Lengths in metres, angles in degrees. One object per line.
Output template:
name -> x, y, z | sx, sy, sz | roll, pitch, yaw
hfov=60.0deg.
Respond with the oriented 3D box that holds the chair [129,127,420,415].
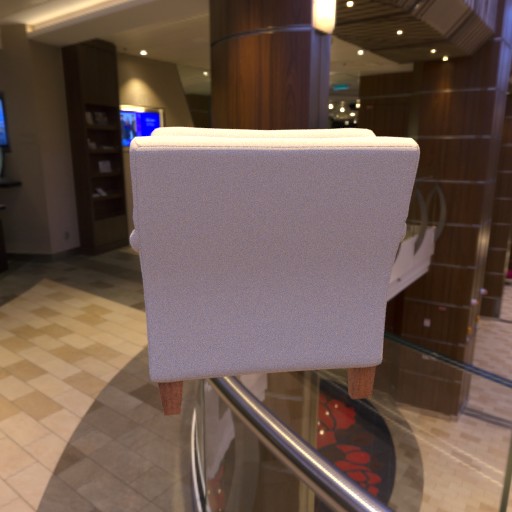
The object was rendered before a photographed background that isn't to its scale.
chair -> 0.000, 0.000, 1.909 | 0.955, 1.038, 1.070 | -2, 14, -9
